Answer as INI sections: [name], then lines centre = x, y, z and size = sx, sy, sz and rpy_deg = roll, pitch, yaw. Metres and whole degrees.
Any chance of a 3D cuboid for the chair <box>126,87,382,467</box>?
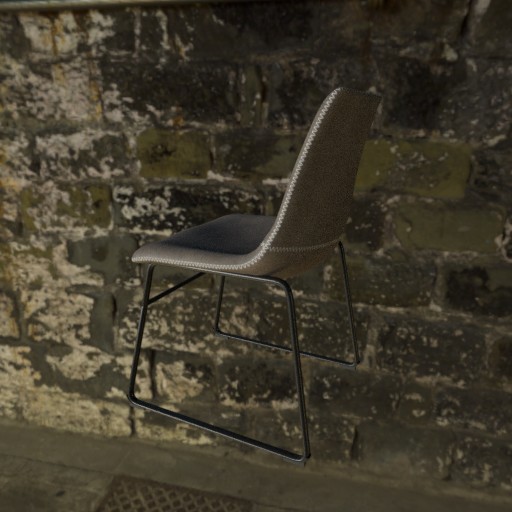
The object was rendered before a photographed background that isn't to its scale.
[chair]
centre = 0.000, 0.000, 1.137
size = 0.550, 0.780, 0.460
rpy_deg = 8, 19, 25
